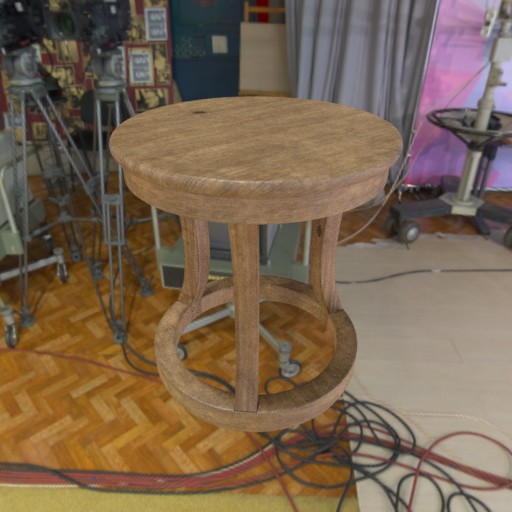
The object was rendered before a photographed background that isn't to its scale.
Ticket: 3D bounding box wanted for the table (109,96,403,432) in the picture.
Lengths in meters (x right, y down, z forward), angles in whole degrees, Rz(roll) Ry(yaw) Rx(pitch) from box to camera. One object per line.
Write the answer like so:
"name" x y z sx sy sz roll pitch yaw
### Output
"table" 0.000 0.000 0.793 0.432 0.460 0.432 0 32 0
